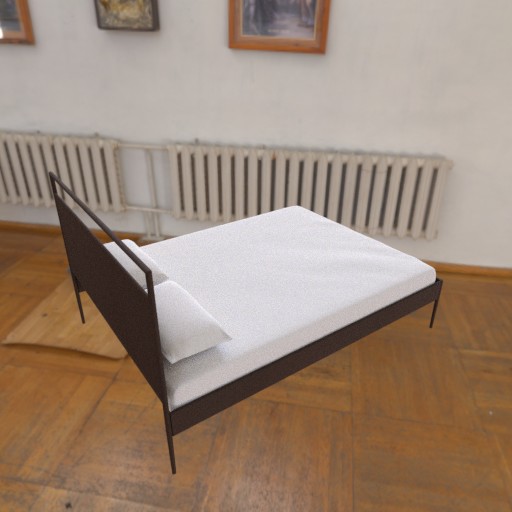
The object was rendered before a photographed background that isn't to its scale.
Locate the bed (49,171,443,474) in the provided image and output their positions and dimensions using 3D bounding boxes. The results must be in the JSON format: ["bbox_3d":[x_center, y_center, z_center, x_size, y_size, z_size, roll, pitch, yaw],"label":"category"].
[{"bbox_3d":[0.000,0.000,3.056,2.122,1.173,1.572,-18,33,-31],"label":"bed"}]
